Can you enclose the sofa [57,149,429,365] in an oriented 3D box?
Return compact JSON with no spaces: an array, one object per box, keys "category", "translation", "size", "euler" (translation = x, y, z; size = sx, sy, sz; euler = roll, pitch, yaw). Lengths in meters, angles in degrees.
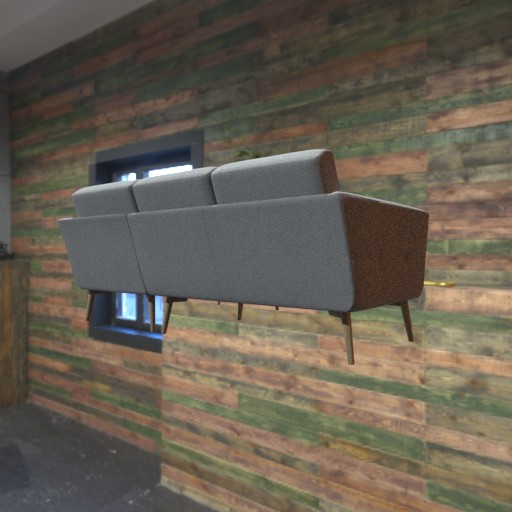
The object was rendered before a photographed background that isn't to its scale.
[{"category":"sofa","translation":[0.000,0.000,2.767],"size":[2.040,0.860,1.530],"euler":[0,0,38]}]
